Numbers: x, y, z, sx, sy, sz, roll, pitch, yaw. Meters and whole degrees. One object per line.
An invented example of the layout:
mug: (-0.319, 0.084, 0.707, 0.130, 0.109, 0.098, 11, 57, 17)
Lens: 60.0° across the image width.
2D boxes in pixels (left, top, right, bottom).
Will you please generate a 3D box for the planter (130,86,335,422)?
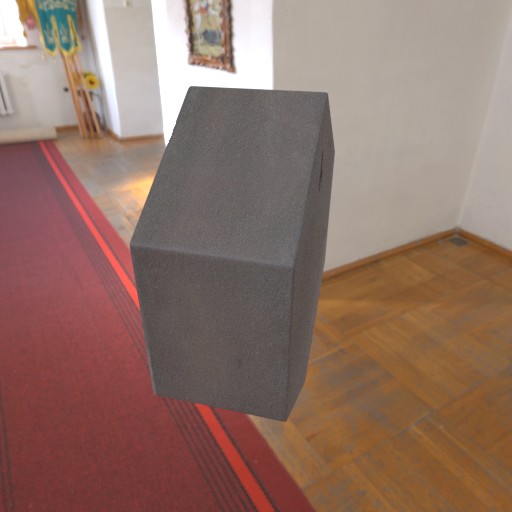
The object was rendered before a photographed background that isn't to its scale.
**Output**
planter: (0.000, 0.000, 0.289, 0.077, 0.206, 0.169, 7, 31, 12)
